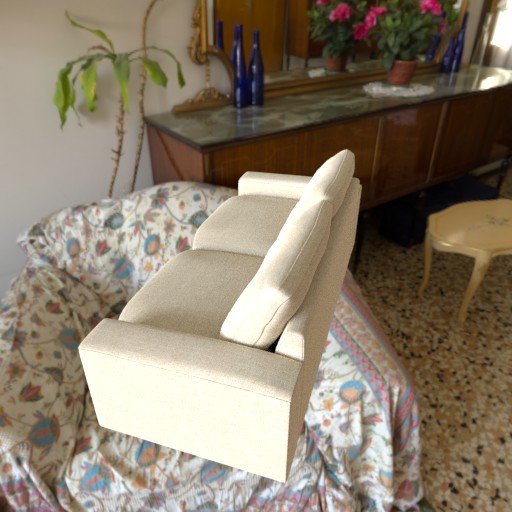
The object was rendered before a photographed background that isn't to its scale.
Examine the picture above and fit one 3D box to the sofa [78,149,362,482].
[{"bbox_3d":[0.000,0.000,2.815,1.040,0.922,2.299,10,33,15],"label":"sofa"}]
